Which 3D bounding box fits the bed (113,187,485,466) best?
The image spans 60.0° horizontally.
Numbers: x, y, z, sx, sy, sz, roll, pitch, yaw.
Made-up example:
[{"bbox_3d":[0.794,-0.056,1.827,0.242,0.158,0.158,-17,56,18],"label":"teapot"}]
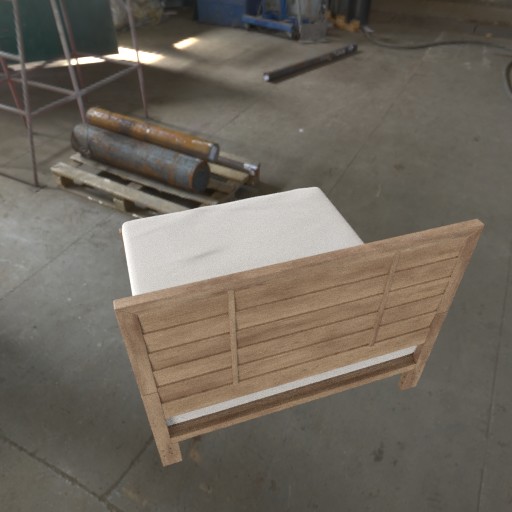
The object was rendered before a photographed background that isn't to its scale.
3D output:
[{"bbox_3d":[0.000,0.000,3.516,2.032,1.626,2.062,-12,43,-14],"label":"bed"}]
